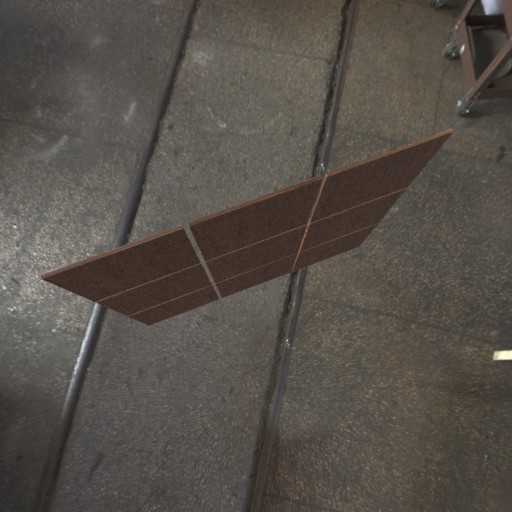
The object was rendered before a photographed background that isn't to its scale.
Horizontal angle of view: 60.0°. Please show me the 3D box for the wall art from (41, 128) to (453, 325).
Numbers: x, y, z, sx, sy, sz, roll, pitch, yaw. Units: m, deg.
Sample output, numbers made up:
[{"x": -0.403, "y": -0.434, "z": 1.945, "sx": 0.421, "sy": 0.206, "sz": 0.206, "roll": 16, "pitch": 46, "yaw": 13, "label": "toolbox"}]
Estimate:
[{"x": 0.000, "y": 0.000, "z": 2.276, "sx": 1.527, "sy": 1.525, "sz": 0.014, "roll": -20, "pitch": 76, "yaw": -5, "label": "wall art"}]
